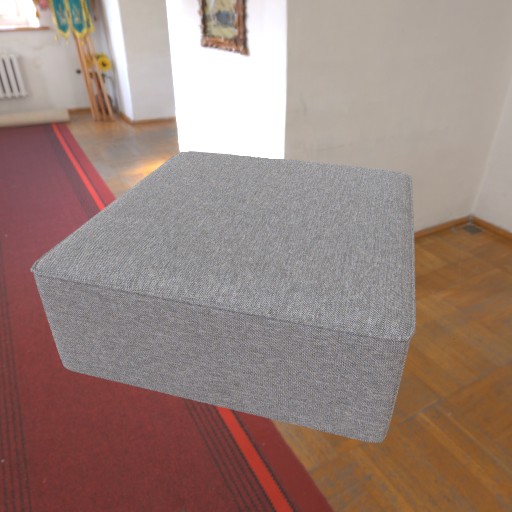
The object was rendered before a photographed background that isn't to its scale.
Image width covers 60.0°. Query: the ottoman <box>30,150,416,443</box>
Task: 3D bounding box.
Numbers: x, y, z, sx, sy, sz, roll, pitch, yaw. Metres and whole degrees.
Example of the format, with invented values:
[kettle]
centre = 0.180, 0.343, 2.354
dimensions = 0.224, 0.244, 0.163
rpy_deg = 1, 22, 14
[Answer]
[ottoman]
centre = 0.000, 0.000, 1.561
dimensions = 1.005, 0.455, 1.005
rpy_deg = 9, 33, 14
